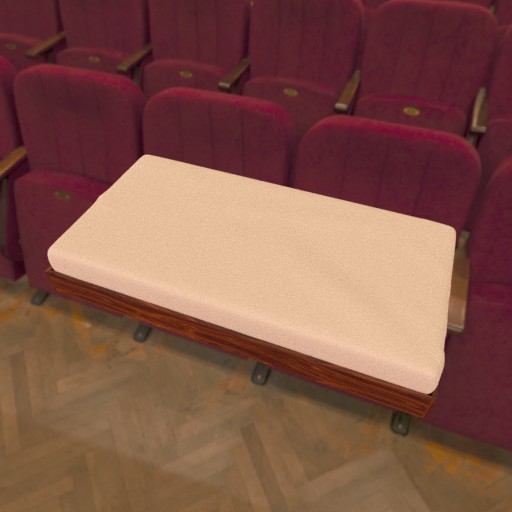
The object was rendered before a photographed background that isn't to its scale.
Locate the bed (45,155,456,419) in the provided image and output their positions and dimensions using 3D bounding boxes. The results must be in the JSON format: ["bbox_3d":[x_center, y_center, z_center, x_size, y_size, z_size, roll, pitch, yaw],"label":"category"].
[{"bbox_3d":[0.000,0.000,2.239,1.860,0.312,0.940,16,48,15],"label":"bed"}]
